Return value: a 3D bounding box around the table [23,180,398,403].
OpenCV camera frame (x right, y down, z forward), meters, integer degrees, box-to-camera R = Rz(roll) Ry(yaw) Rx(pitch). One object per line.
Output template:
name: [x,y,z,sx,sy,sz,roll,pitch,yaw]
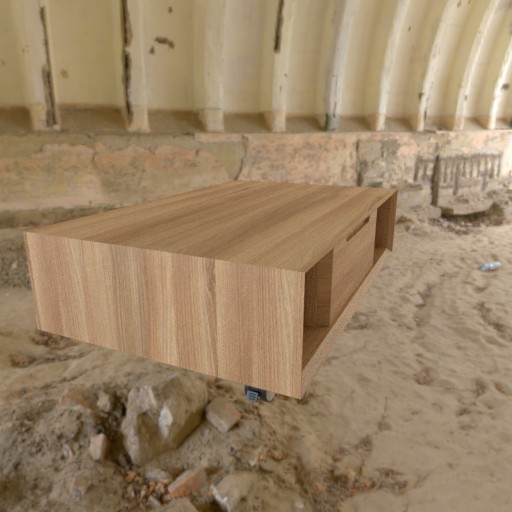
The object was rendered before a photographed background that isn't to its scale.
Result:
table: [0.000,0.000,1.429,0.700,0.330,1.100,8,18,24]
